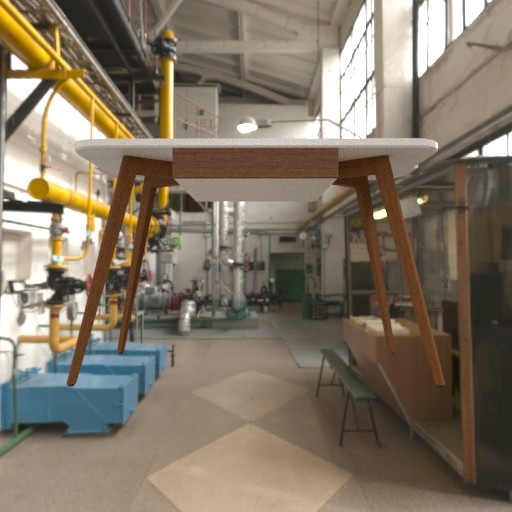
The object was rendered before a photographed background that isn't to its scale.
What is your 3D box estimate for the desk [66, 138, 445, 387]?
[{"bbox_3d":[0.000,0.000,1.617,1.206,0.807,0.534,0,-1,0],"label":"desk"}]
